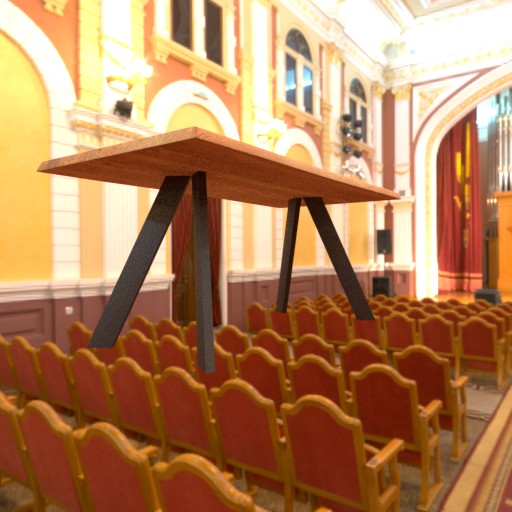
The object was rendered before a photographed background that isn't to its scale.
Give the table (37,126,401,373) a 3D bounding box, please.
[{"bbox_3d":[0.000,0.000,2.265,0.900,0.770,1.800,0,0,36],"label":"table"}]
